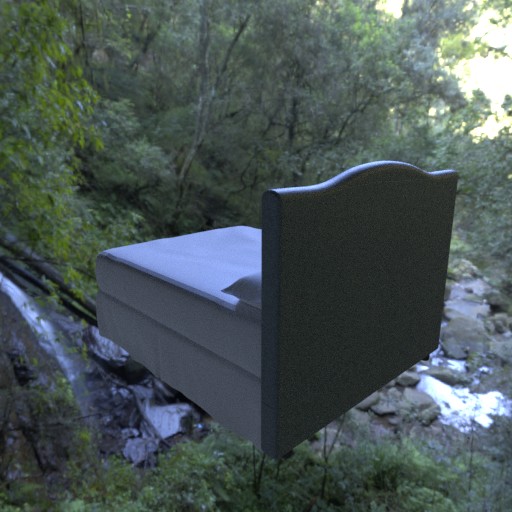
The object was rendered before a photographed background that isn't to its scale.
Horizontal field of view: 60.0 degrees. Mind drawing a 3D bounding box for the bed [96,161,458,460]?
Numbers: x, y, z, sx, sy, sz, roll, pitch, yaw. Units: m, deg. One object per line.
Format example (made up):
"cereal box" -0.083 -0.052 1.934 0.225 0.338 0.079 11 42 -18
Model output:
"bed" 0.000 0.000 3.297 1.753 1.460 2.143 -14 20 -41
